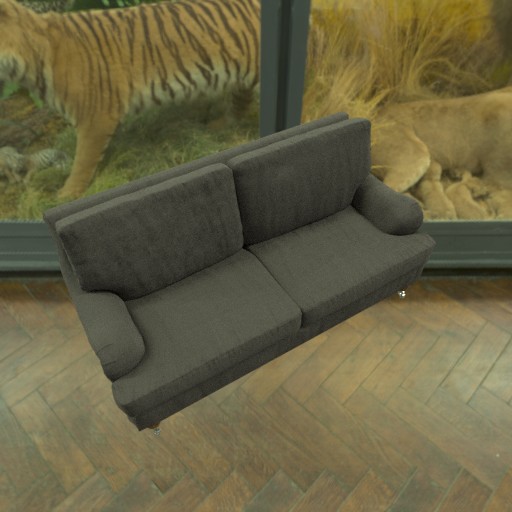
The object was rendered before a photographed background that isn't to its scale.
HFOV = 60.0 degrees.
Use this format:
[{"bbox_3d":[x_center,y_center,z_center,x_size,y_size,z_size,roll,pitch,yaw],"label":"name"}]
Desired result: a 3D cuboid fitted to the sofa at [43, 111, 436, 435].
[{"bbox_3d":[0.000,0.000,2.788,2.165,1.087,1.086,-24,52,-21],"label":"sofa"}]
